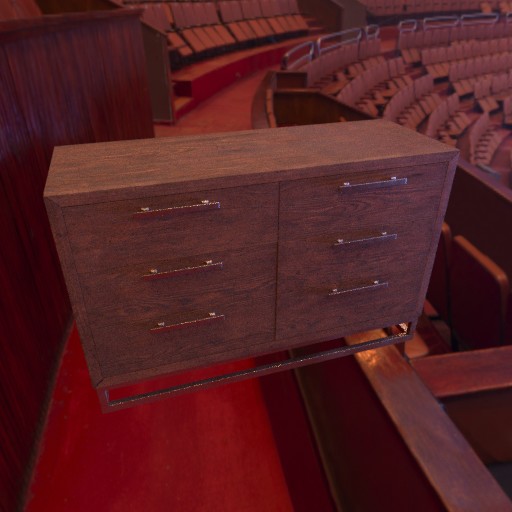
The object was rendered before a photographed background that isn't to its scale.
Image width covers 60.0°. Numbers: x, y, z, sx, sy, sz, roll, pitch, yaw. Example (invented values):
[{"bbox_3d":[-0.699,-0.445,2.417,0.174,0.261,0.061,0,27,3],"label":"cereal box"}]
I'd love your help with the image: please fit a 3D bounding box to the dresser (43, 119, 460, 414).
[{"bbox_3d":[0.000,0.000,2.165,1.646,1.061,0.623,-9,32,-15],"label":"dresser"}]
